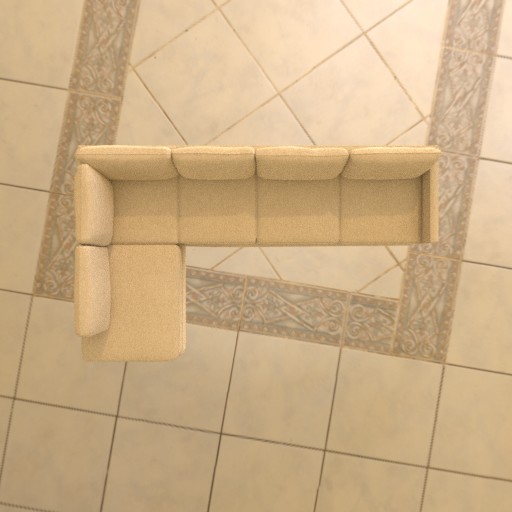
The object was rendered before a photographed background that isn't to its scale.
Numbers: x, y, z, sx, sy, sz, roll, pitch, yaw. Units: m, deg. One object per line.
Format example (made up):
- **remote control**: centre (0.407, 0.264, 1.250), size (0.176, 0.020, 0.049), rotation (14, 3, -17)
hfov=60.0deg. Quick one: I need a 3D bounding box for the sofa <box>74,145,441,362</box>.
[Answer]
- **sofa**: centre (0.000, 0.000, 4.326), size (3.384, 0.996, 2.048), rotation (0, 90, 0)
